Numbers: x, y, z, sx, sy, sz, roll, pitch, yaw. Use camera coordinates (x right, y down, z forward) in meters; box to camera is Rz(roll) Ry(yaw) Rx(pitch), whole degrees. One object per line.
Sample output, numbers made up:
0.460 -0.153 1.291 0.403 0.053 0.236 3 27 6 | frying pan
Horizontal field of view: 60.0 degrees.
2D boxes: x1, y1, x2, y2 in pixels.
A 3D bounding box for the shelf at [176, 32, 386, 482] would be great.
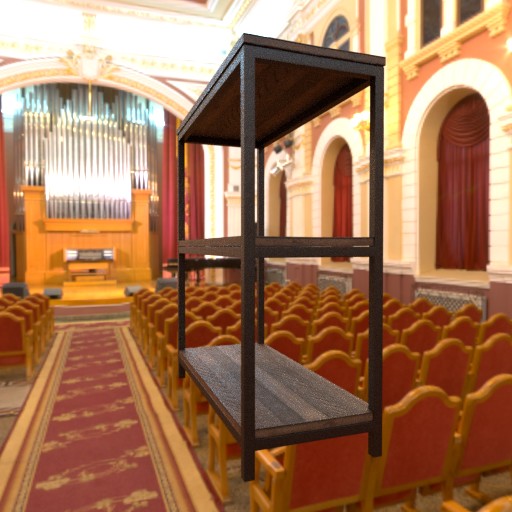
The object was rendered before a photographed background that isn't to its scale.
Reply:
0.000 0.000 1.377 0.352 0.947 0.822 0 1 -20 | shelf
